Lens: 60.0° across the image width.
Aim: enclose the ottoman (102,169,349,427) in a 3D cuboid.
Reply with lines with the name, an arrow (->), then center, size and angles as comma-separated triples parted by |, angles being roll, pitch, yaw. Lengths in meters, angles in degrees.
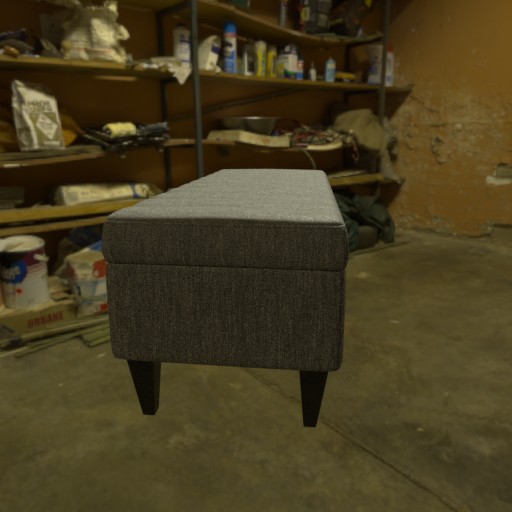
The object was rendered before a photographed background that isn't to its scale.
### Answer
ottoman -> 0.000, 0.000, 1.413 | 0.482, 0.469, 1.151 | 2, 15, 7
